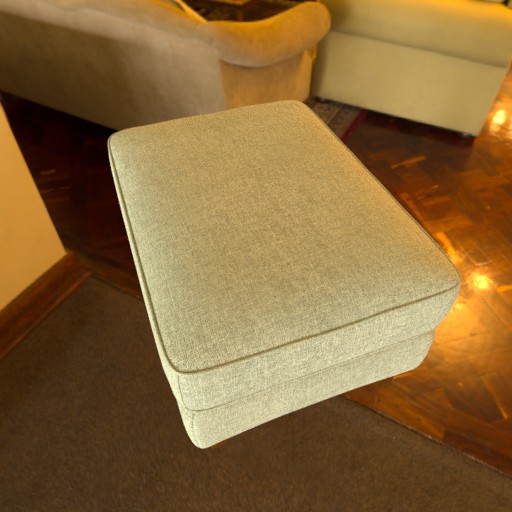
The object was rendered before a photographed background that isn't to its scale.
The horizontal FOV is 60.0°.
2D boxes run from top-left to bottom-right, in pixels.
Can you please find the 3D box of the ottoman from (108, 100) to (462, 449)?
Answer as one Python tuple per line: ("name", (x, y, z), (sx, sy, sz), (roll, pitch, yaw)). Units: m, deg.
("ottoman", (0.000, 0.000, 1.287), (0.661, 0.561, 0.889), (-15, 48, -14))
